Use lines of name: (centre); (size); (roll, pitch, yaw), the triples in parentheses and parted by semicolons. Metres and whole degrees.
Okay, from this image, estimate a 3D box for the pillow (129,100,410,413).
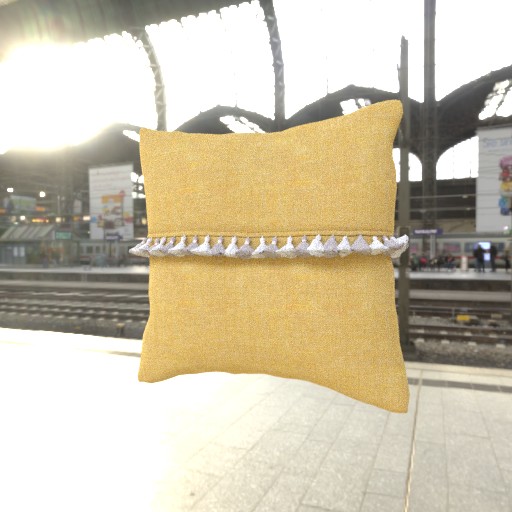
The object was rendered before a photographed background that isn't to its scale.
pillow: (0.000, 0.000, 0.738); (0.485, 0.481, 0.167); (0, 0, 20)
